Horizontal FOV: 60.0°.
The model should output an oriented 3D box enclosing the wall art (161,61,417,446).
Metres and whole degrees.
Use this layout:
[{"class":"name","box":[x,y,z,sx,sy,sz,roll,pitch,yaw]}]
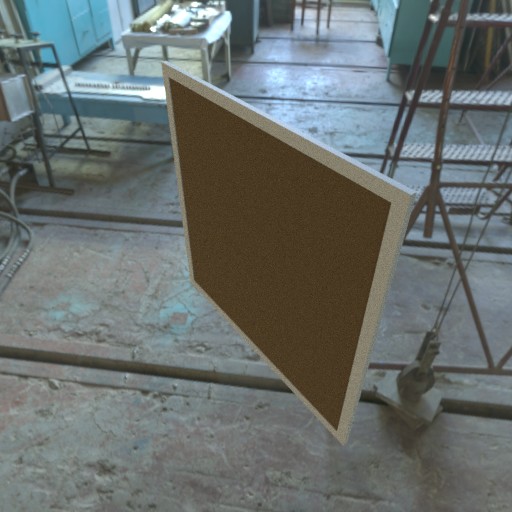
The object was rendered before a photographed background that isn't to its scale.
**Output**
[{"class":"wall art","box":[0.000,0.000,1.200,0.015,0.812,0.812,-26,47,-27]}]
